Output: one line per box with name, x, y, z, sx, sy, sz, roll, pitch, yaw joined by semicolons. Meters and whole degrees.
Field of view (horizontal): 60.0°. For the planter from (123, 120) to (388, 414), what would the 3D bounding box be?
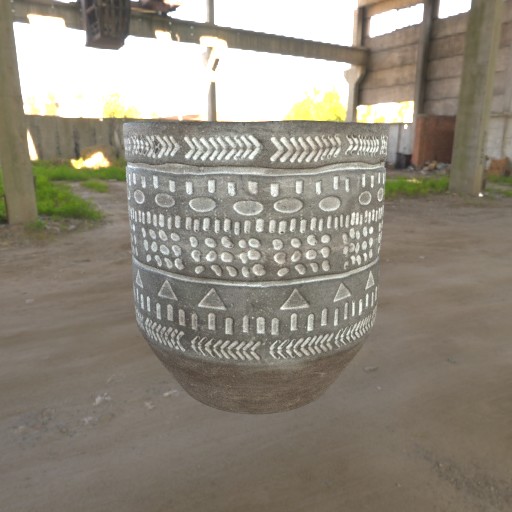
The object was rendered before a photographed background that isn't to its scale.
planter;0.000;0.000;0.225;0.122;0.128;0.122;0;15;0
